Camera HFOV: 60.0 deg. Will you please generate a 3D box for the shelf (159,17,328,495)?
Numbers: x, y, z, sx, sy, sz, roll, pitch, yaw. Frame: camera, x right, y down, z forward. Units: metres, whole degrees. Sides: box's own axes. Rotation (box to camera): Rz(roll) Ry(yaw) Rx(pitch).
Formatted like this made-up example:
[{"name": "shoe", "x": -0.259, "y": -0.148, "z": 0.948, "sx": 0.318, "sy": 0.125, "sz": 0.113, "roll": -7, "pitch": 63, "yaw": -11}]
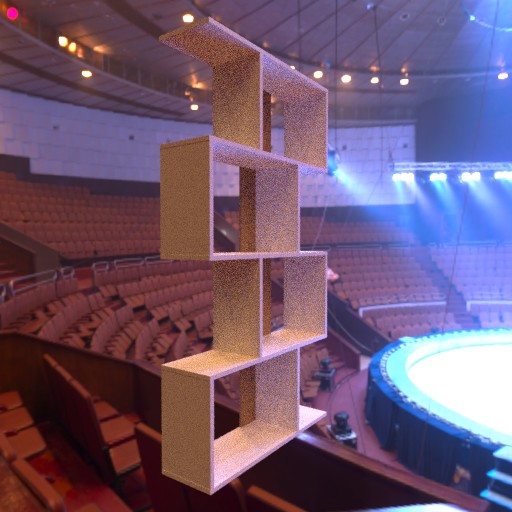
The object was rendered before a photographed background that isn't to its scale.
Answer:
[{"name": "shelf", "x": 0.000, "y": 0.000, "z": 1.960, "sx": 0.250, "sy": 1.650, "sz": 0.890, "roll": 1, "pitch": 2, "yaw": 36}]
